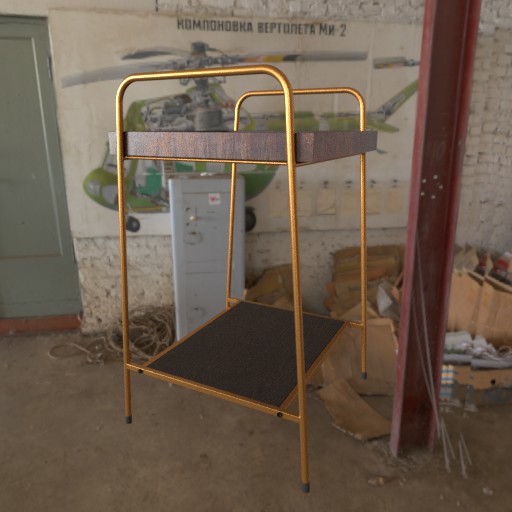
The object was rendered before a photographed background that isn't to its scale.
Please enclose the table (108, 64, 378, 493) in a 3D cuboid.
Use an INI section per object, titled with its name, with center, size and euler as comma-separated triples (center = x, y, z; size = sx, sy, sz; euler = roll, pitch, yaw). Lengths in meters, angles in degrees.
[table]
center = 0.000, 0.000, 0.963
size = 0.430, 0.710, 0.430
euler = 8, 18, 26
